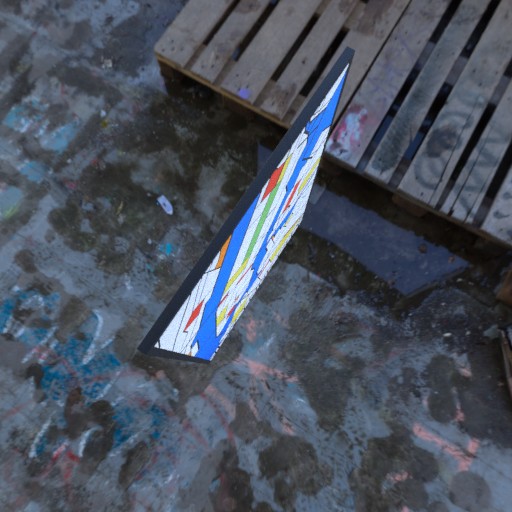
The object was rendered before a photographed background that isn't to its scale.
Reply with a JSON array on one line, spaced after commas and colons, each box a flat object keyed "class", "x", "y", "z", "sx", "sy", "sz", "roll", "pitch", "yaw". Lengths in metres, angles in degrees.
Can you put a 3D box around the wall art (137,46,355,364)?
[{"class": "wall art", "x": 0.000, "y": 0.000, "z": 0.848, "sx": 0.013, "sy": 0.660, "sz": 0.460, "roll": 32, "pitch": 78, "yaw": 8}]
